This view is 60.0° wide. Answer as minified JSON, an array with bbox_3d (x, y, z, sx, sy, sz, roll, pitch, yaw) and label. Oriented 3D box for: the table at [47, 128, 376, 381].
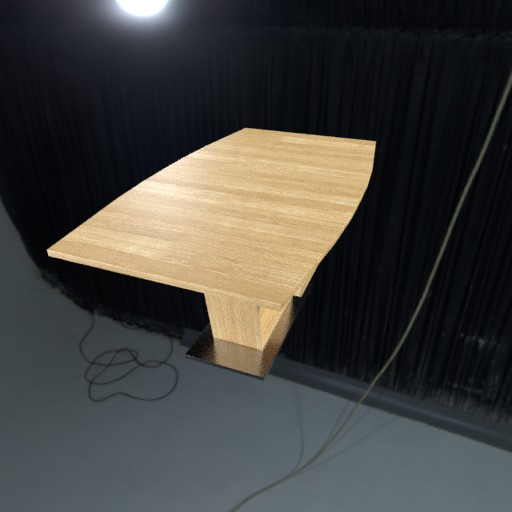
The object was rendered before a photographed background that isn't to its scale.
[{"bbox_3d":[0.000,0.000,2.092,0.900,0.748,1.598,11,32,19],"label":"table"}]
